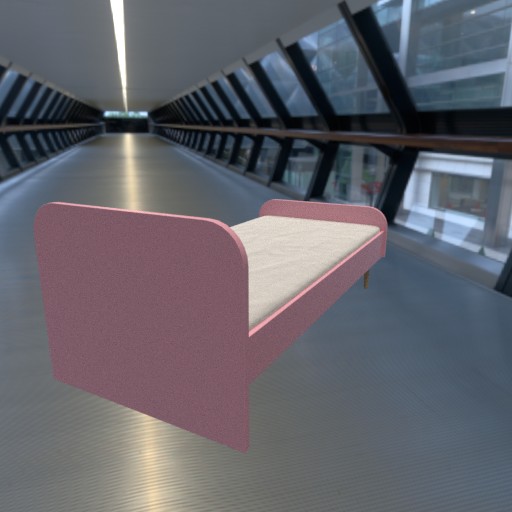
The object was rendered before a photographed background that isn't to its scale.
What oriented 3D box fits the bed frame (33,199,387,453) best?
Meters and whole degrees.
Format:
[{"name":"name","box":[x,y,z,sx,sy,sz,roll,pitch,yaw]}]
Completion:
[{"name":"bed frame","box":[0.000,0.000,2.483,0.998,0.805,1.963,8,18,28]}]
